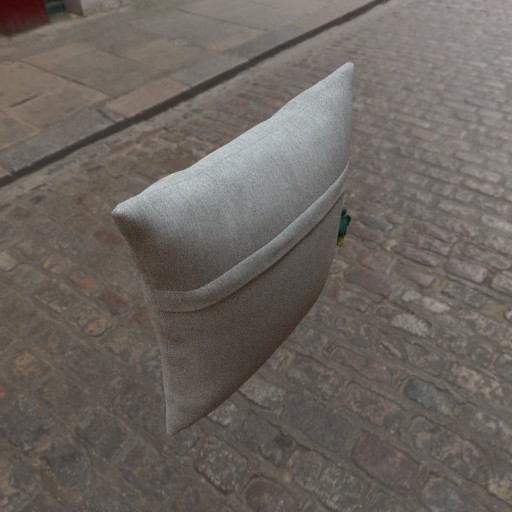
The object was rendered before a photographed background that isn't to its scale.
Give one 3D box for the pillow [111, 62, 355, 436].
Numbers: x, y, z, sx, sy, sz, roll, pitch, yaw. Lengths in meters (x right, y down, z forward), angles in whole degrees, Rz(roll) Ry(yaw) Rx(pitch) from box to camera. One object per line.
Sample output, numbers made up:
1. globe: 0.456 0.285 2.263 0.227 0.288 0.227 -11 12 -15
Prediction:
1. pillow: 0.000 0.000 0.650 0.173 0.436 0.433 26 49 26
